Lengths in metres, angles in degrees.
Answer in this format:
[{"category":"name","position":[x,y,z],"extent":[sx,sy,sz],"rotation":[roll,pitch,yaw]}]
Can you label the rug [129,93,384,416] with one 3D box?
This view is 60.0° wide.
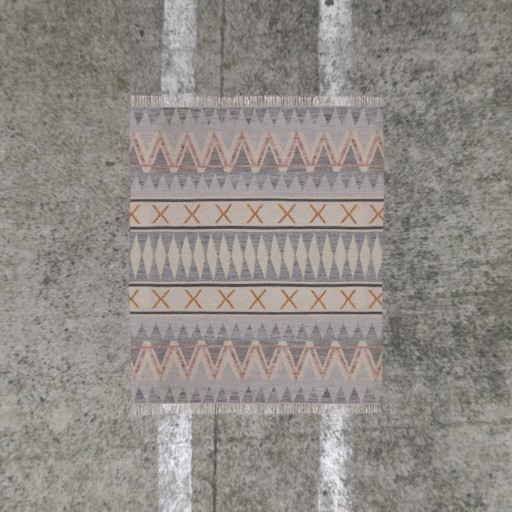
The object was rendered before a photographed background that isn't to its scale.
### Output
[{"category":"rug","position":[0.000,0.000,4.118],"extent":[2.371,0.012,3.000],"rotation":[0,91,0]}]
